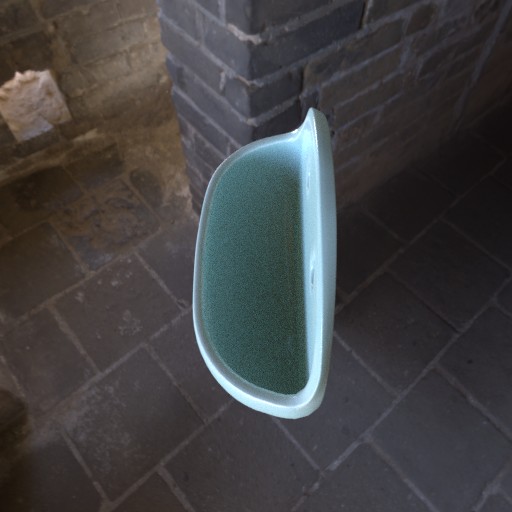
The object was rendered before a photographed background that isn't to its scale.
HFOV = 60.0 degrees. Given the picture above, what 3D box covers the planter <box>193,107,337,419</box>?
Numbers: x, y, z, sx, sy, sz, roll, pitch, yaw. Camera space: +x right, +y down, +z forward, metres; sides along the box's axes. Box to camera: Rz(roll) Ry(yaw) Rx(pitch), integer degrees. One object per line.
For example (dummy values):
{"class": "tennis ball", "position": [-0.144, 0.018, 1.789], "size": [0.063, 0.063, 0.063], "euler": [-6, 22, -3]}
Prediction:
{"class": "planter", "position": [0.000, 0.000, 0.274], "size": [0.073, 0.164, 0.189], "euler": [1, 59, 1]}
